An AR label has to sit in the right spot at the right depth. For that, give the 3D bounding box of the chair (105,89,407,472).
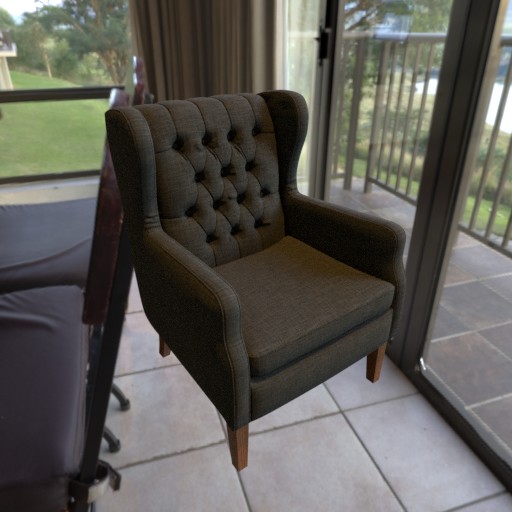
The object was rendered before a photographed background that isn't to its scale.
[{"bbox_3d":[0.000,0.000,1.481,0.711,0.953,0.775,-19,34,-32],"label":"chair"}]
